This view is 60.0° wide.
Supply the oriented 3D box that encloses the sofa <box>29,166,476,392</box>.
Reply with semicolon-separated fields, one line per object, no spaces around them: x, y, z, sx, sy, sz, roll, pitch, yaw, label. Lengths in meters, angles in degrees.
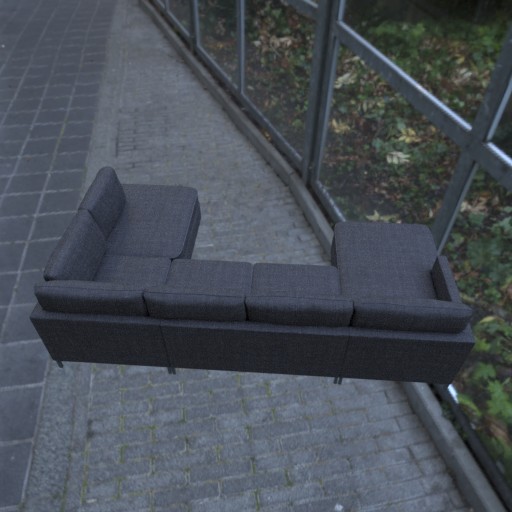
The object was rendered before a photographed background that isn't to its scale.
0.000;0.000;4.187;3.423;0.999;2.048;3;44;3;sofa
